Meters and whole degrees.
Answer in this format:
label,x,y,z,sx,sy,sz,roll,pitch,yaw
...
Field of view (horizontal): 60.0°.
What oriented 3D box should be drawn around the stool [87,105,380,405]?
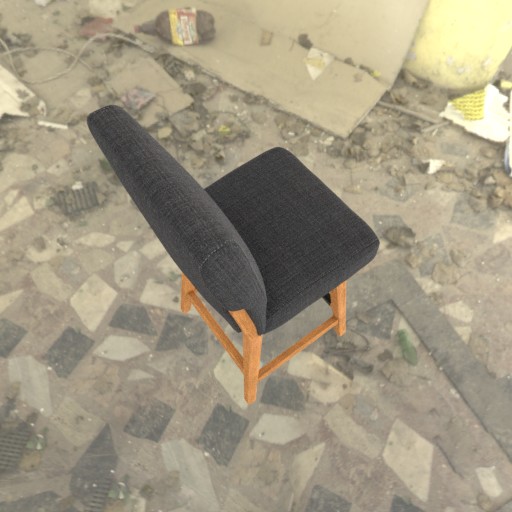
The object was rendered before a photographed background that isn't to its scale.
label,x,y,z,sx,sy,sz,roll,pitch,yaw
stool,0.000,0.000,1.269,0.526,1.010,0.459,-32,64,-18
